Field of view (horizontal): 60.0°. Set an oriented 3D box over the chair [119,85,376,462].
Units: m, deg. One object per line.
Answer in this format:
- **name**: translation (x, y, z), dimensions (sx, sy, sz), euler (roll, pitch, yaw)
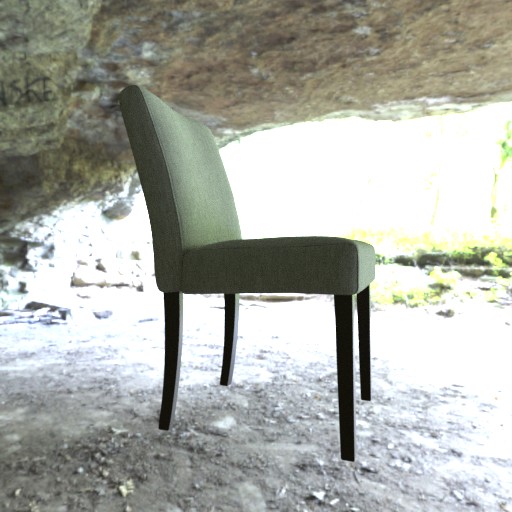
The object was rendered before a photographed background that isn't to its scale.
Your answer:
- **chair**: translation (0.000, 0.000, 1.254), dimensions (0.629, 0.884, 0.487), euler (0, 1, 19)
